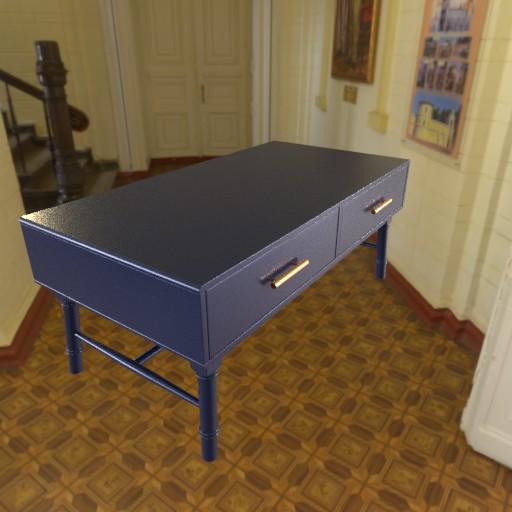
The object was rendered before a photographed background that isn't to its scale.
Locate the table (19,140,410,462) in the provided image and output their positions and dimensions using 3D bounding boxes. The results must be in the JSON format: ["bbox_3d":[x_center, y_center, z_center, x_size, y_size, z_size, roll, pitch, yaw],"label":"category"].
[{"bbox_3d":[0.000,0.000,1.351,0.572,0.457,1.067,17,31,31],"label":"table"}]
